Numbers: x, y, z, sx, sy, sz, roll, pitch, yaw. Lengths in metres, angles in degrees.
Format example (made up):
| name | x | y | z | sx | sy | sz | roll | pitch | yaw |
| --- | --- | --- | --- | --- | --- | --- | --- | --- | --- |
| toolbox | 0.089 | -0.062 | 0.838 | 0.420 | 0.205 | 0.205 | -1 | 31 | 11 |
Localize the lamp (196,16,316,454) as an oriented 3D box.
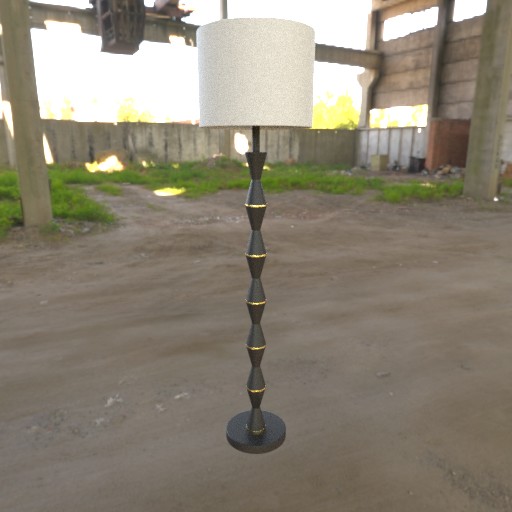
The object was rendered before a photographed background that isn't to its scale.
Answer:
| name | x | y | z | sx | sy | sz | roll | pitch | yaw |
| --- | --- | --- | --- | --- | --- | --- | --- | --- | --- |
| lamp | 0.000 | 0.000 | 1.607 | 0.381 | 1.480 | 0.381 | 7 | 16 | 27 |
